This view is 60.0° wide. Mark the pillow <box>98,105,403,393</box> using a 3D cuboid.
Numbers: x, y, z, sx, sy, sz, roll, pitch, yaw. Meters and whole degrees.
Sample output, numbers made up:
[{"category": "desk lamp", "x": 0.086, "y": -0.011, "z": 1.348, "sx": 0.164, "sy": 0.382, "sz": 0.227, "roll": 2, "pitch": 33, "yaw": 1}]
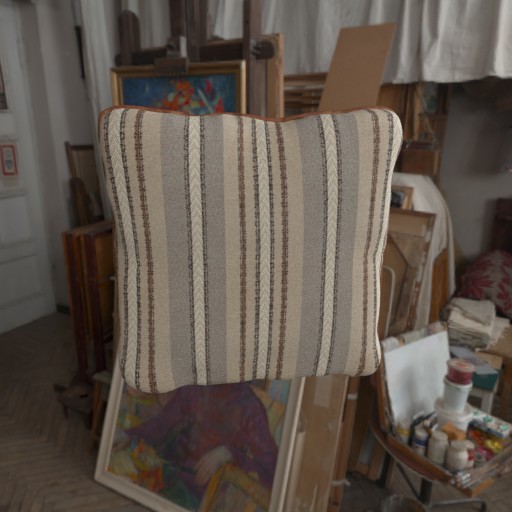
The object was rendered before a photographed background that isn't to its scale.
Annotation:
[{"category": "pillow", "x": 0.000, "y": 0.000, "z": 0.759, "sx": 0.489, "sy": 0.490, "sz": 0.130, "roll": -2, "pitch": 17, "yaw": -8}]
